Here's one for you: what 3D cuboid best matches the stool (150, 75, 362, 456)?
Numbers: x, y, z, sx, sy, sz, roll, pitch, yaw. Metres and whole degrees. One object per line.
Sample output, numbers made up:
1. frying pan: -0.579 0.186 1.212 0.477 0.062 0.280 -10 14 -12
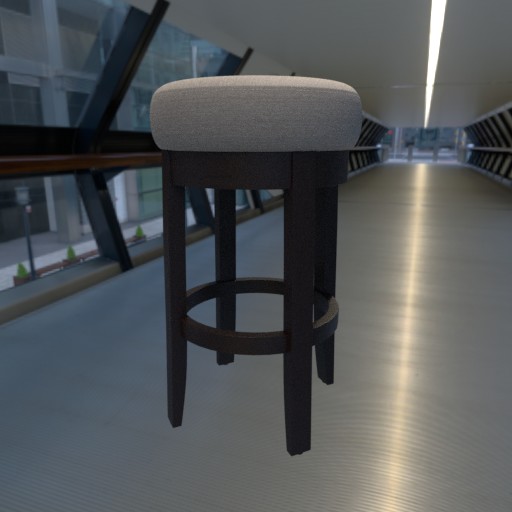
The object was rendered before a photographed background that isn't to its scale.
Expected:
1. stool: 0.000 0.000 1.025 0.443 0.757 0.443 0 15 0
